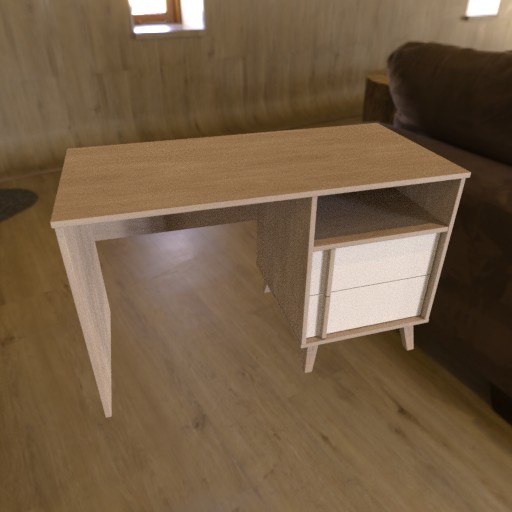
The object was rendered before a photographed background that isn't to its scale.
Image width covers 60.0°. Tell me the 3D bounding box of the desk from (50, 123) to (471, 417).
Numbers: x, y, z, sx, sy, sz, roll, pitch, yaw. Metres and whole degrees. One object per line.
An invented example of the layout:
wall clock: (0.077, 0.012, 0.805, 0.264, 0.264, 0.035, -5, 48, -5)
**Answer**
desk: (0.000, 0.000, 1.709, 1.251, 0.770, 0.600, -9, 33, -14)
